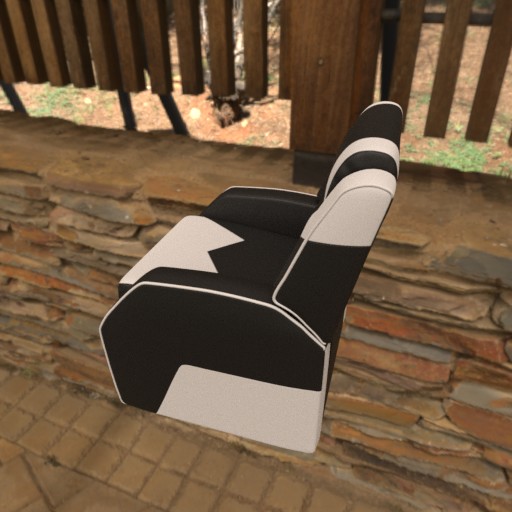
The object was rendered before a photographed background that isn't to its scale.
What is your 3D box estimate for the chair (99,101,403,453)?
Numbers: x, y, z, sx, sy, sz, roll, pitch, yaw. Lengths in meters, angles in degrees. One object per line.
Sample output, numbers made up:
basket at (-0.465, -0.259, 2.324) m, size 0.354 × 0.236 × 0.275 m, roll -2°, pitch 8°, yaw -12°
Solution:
chair at (0.000, 0.000, 1.244) m, size 0.672 × 0.805 × 0.620 m, roll 9°, pitch 32°, yaw 15°
